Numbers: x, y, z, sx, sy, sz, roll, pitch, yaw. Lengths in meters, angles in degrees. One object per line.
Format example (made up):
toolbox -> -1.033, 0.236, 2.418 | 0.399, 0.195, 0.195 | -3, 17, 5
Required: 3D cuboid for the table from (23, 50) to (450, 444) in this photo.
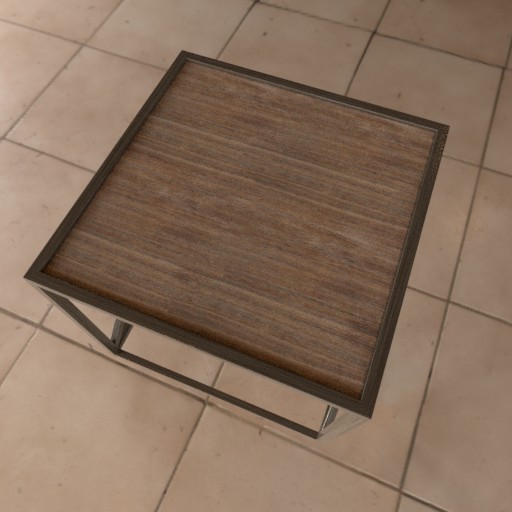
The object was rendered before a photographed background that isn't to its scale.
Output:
table -> 0.000, 0.000, 1.054 | 0.609, 0.507, 0.611 | 20, 65, 10
